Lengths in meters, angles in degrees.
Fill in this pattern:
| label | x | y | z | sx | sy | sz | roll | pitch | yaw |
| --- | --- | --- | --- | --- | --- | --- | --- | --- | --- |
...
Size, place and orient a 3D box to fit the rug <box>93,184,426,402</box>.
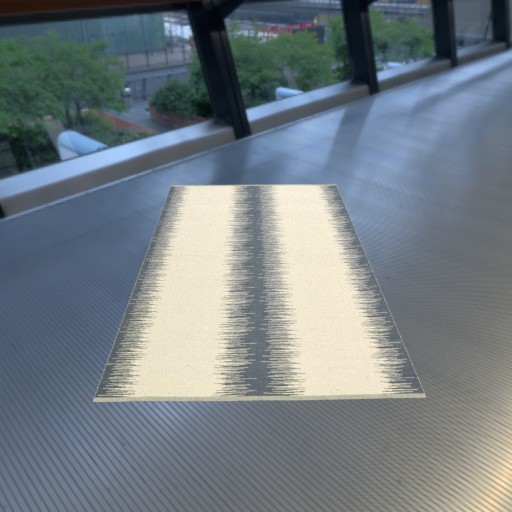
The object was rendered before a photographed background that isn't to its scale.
| label | x | y | z | sx | sy | sz | roll | pitch | yaw |
| --- | --- | --- | --- | --- | --- | --- | --- | --- | --- |
| rug | 0.000 | 0.000 | 3.046 | 1.519 | 0.003 | 2.453 | -1 | 32 | -1 |
